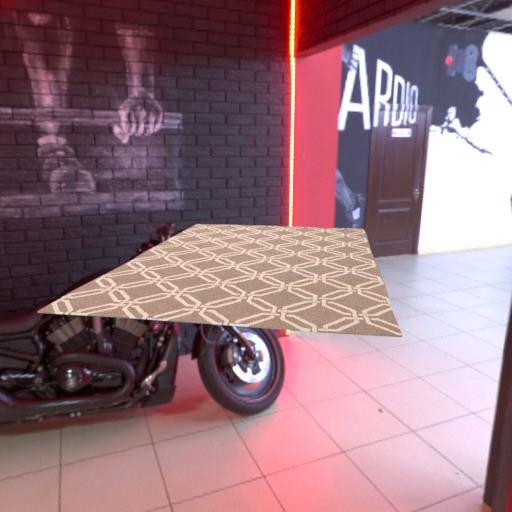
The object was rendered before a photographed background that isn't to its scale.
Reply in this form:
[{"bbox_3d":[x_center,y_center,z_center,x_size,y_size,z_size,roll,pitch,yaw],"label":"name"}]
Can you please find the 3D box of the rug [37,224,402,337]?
[{"bbox_3d":[0.000,0.000,2.161,1.142,0.010,1.748,2,14,9],"label":"rug"}]
